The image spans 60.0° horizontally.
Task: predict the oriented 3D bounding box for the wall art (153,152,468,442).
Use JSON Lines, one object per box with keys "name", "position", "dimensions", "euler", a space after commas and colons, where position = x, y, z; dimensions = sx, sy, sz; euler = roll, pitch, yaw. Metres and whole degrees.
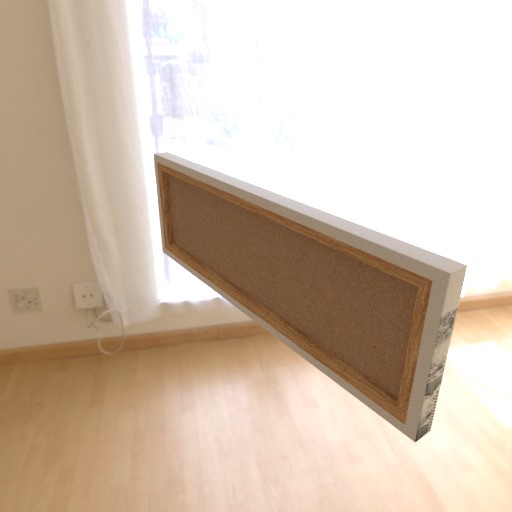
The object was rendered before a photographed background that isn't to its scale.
{"name": "wall art", "position": [0.000, 0.000, 0.826], "dimensions": [0.038, 0.255, 0.763], "euler": [-17, 30, -33]}
